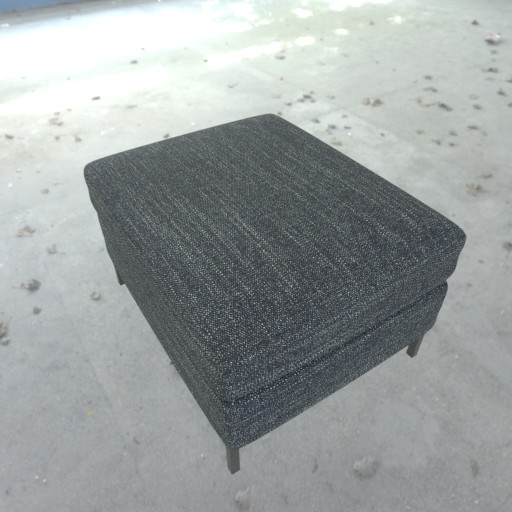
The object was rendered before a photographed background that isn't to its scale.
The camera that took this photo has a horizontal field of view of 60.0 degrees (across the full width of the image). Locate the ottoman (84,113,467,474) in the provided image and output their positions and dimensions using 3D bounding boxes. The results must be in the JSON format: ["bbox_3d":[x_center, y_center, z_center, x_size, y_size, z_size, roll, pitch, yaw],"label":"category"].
[{"bbox_3d":[0.000,0.000,1.236,0.667,0.491,0.814,-23,46,-24],"label":"ottoman"}]
